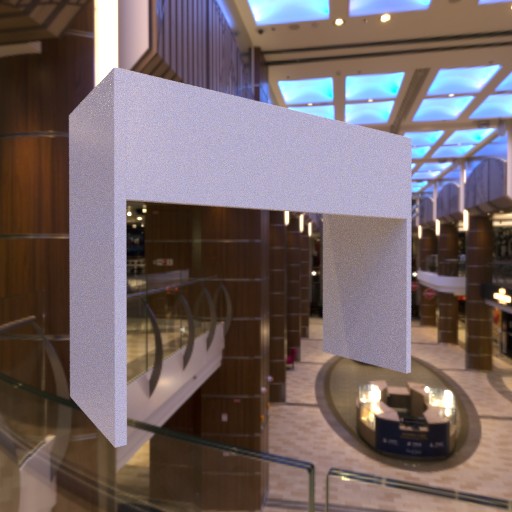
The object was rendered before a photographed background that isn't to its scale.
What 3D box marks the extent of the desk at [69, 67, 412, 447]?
[{"bbox_3d":[0.000,0.000,1.371,1.000,0.790,0.400,0,1,-35],"label":"desk"}]
